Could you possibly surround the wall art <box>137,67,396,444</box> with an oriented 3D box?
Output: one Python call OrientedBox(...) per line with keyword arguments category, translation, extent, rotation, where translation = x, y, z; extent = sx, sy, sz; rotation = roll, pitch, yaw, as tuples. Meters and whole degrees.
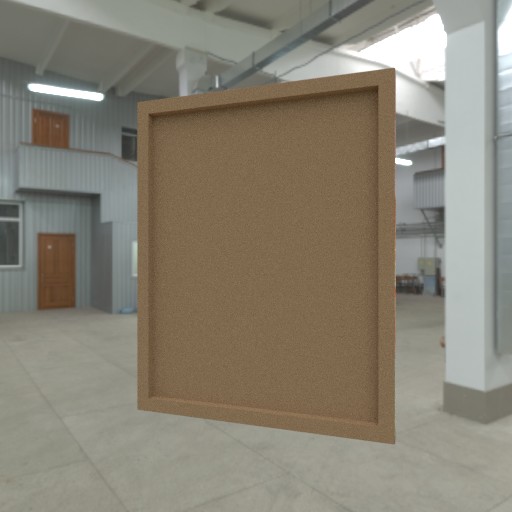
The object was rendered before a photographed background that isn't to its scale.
OrientedBox(category="wall art", translation=(0.000, 0.000, 0.677), extent=(0.406, 0.508, 0.028), rotation=(0, 0, 20))
